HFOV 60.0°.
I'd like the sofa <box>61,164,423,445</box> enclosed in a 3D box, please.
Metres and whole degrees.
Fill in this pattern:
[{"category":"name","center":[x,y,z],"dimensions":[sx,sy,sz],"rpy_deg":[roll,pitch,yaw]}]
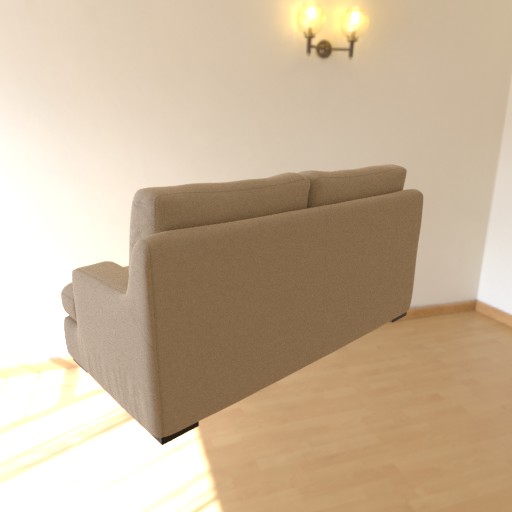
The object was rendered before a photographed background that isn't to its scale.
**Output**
[{"category":"sofa","center":[0.000,0.000,2.457],"dimensions":[1.885,0.967,0.962],"rpy_deg":[-14,21,-41]}]
